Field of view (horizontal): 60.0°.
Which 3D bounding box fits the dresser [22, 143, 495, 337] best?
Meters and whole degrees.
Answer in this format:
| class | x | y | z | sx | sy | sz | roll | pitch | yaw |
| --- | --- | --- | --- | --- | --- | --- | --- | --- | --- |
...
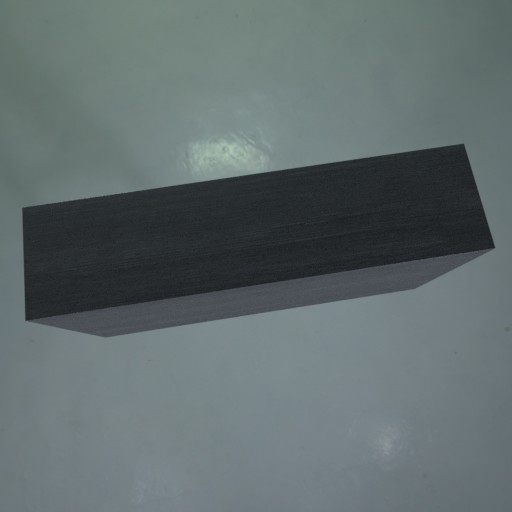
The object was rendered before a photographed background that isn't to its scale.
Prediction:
| class | x | y | z | sx | sy | sz | roll | pitch | yaw |
| --- | --- | --- | --- | --- | --- | --- | --- | --- | --- |
| dresser | 0.000 | 0.000 | 1.914 | 1.590 | 0.795 | 0.400 | -9 | 76 | -2 |
